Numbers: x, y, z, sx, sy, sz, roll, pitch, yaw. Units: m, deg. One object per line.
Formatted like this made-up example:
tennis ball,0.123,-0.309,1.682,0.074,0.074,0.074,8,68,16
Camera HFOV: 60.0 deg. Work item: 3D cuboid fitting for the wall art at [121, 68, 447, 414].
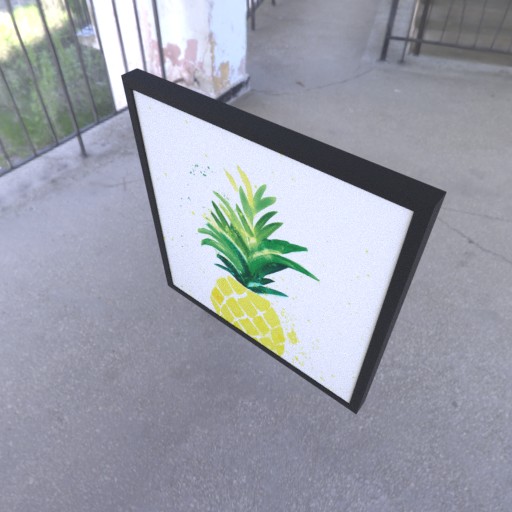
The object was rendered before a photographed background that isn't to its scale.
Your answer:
wall art,0.000,0.000,0.769,0.508,0.507,0.033,30,53,25
